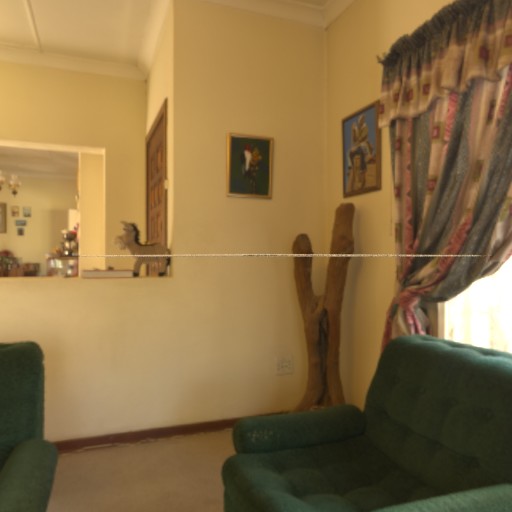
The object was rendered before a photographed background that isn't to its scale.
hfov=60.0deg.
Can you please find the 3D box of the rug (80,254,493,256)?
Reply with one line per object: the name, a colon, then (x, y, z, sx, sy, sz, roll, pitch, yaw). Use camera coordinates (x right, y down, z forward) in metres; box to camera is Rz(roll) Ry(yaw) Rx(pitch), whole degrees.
rug: (0.000, 0.000, 4.251, 2.464, 0.010, 3.327, 0, 0, -37)
